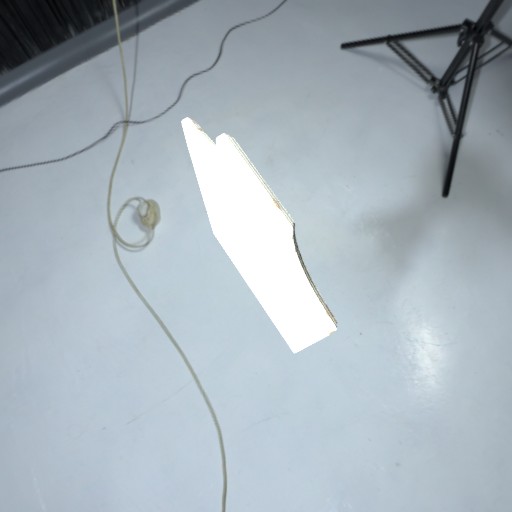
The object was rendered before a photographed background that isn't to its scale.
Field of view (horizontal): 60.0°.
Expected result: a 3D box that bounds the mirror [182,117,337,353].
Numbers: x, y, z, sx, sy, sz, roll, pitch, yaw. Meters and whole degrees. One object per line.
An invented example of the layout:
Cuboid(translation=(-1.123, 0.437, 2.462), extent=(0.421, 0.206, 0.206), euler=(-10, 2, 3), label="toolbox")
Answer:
Cuboid(translation=(0.000, 0.000, 0.884), extent=(0.022, 0.717, 0.403), euler=(-33, 78, -8), label="mirror")
